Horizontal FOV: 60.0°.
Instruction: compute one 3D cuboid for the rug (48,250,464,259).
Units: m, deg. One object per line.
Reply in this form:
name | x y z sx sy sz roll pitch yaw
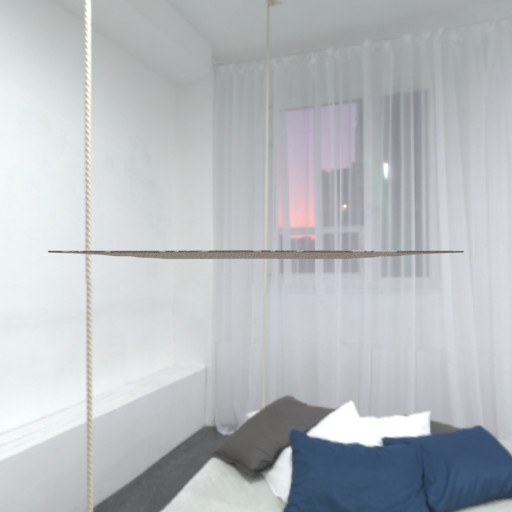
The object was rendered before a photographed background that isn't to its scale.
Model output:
rug | 0.000 0.000 4.292 2.441 0.020 3.419 0 -1 0
